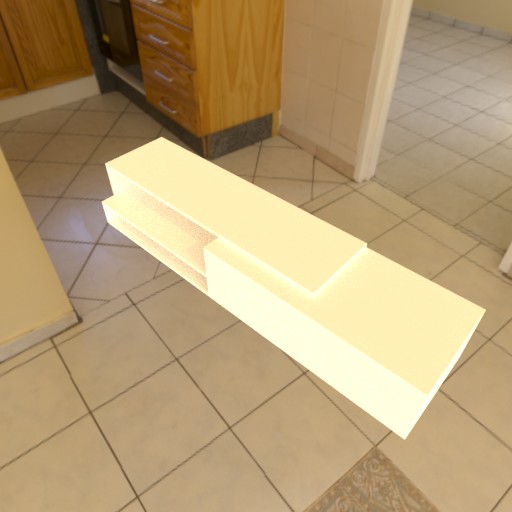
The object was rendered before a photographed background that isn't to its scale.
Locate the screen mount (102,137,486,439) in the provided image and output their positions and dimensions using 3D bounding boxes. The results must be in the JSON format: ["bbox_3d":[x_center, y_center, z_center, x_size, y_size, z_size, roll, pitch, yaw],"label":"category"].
[{"bbox_3d":[0.000,0.000,1.865,1.680,0.320,0.420,32,52,29],"label":"screen mount"}]
